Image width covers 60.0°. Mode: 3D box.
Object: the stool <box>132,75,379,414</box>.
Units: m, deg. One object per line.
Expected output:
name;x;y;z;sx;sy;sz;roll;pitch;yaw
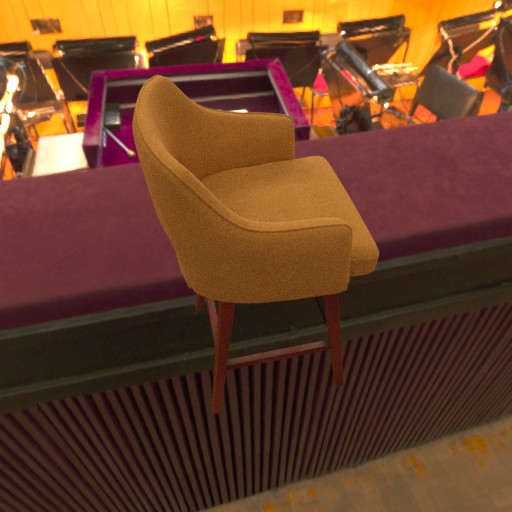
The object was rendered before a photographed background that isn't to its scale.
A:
stool;0.000;0.000;1.355;0.558;1.012;0.548;-9;47;-9
